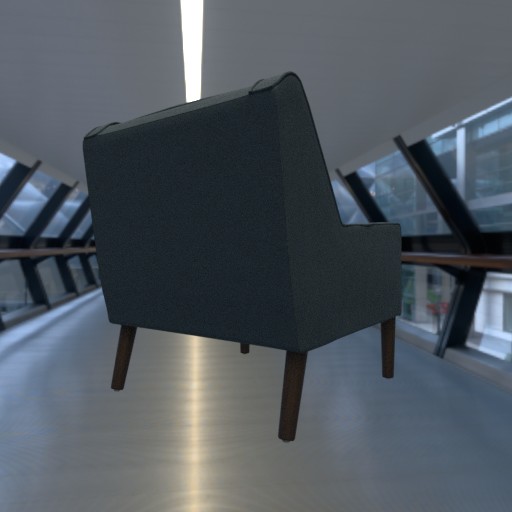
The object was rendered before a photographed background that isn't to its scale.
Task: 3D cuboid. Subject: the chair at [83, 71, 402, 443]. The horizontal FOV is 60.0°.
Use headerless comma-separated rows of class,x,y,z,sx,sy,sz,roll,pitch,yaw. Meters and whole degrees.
chair,0.000,0.000,1.320,0.663,0.780,0.733,0,0,37
